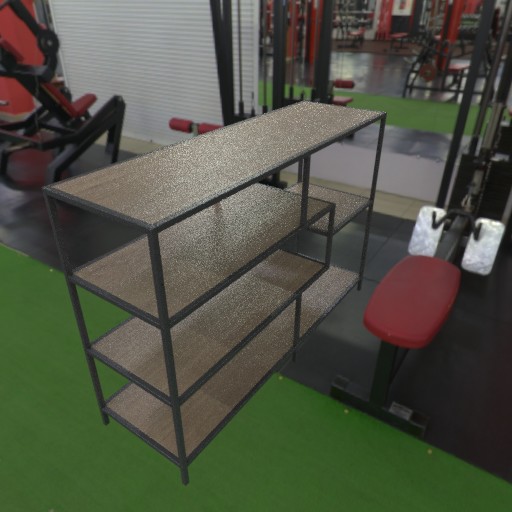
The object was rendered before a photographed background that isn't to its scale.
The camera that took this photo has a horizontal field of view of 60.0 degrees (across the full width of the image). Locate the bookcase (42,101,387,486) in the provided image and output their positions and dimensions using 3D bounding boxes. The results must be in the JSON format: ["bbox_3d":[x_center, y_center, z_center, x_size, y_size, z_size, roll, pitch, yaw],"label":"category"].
[{"bbox_3d":[0.000,0.000,1.487,0.350,0.780,1.140,20,36,30],"label":"bookcase"}]
